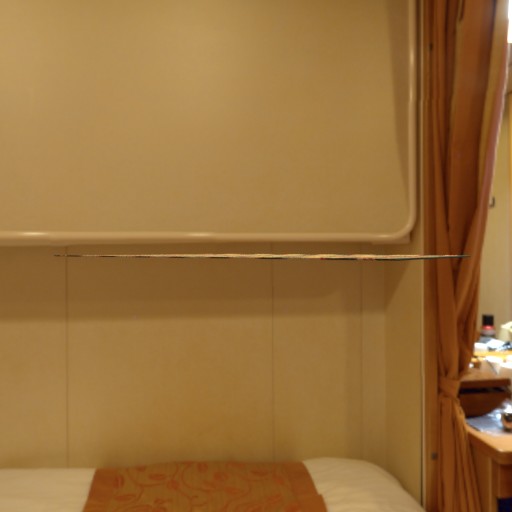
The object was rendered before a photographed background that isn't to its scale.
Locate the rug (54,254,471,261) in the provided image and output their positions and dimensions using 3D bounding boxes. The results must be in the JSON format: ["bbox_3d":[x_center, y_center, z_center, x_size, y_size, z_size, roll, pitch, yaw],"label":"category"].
[{"bbox_3d":[0.000,0.000,3.043,2.447,0.011,1.520,0,1,36],"label":"rug"}]
